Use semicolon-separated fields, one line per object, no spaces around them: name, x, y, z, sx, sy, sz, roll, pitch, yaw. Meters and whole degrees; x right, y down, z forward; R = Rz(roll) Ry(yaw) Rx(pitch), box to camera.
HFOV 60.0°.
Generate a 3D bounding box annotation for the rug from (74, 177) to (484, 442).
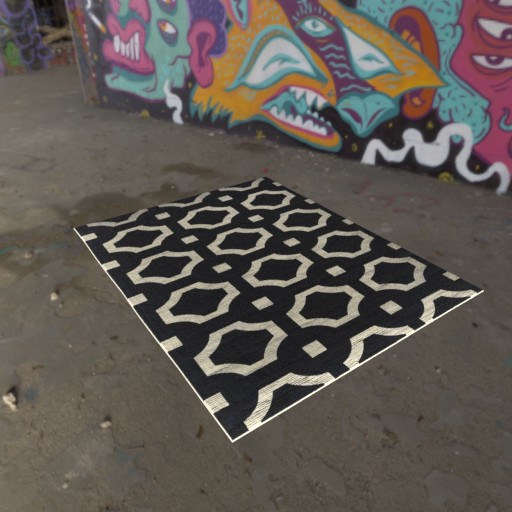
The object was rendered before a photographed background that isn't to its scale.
rug;0.000;0.000;4.121;2.466;0.021;3.049;-20;37;-29
